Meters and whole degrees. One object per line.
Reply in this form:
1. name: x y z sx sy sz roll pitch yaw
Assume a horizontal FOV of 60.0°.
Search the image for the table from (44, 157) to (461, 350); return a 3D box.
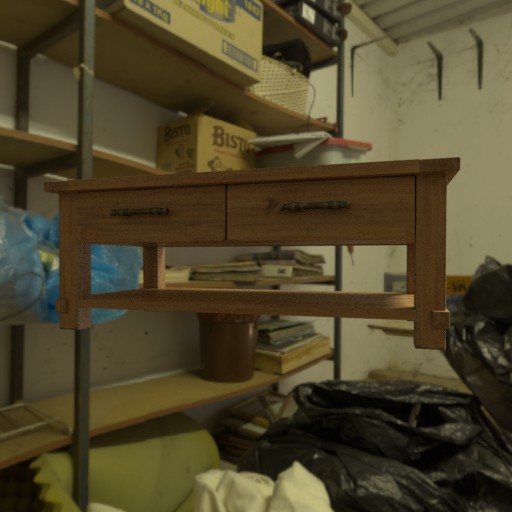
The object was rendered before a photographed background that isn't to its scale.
1. table: 0.000 0.000 1.612 1.270 0.494 0.693 0 0 17
